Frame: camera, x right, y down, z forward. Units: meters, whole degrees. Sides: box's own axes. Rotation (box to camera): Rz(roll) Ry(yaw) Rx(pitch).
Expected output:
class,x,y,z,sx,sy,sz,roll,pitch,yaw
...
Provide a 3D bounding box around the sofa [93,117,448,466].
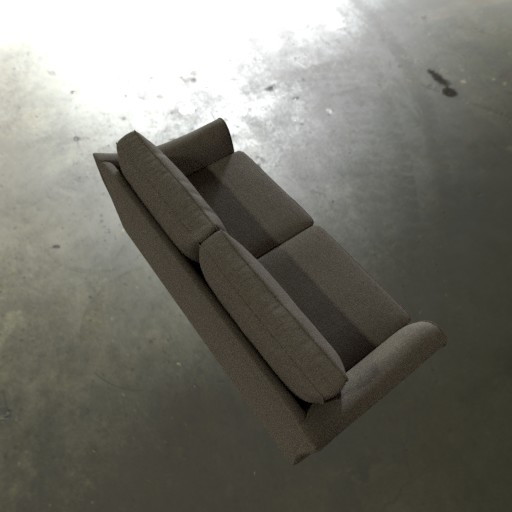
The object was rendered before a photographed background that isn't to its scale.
class,x,y,z,sx,sy,sz,roll,pitch,yaw
sofa,0.000,0.000,2.739,1.013,0.976,2.203,-31,62,-19
